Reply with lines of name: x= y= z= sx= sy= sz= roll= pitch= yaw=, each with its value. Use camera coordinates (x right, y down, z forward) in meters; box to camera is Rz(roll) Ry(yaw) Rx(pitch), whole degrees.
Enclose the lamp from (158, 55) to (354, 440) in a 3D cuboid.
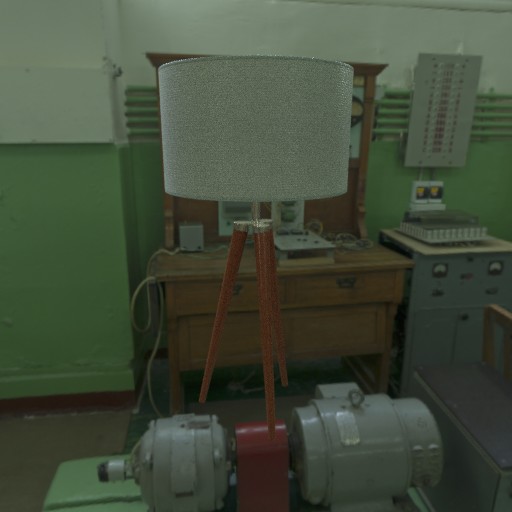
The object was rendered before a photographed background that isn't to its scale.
lamp: x=0.000 y=0.000 z=0.916 sx=0.355 sy=0.709 sz=0.354 roll=-3 pitch=15 yaw=-10
